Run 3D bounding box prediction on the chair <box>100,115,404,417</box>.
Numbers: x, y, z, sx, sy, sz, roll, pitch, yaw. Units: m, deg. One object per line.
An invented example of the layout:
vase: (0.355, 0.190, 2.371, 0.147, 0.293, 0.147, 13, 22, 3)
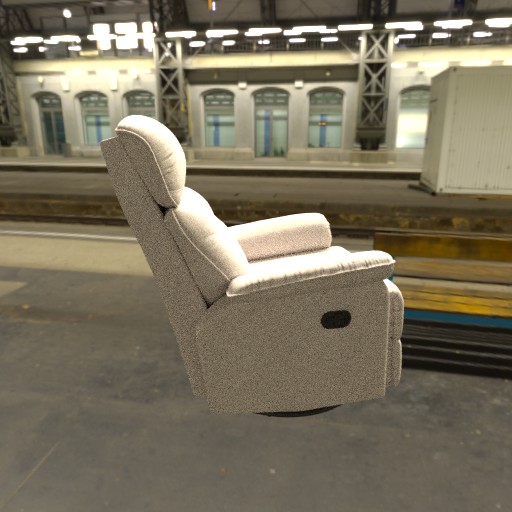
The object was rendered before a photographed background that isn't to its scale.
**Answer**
chair: (0.000, 0.000, 1.723, 1.001, 1.039, 0.820, -3, 16, -10)
